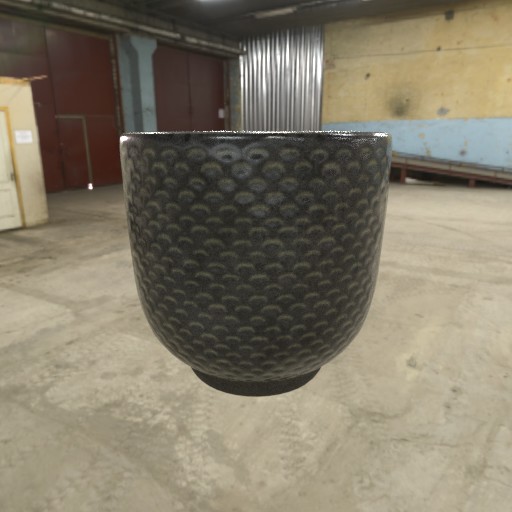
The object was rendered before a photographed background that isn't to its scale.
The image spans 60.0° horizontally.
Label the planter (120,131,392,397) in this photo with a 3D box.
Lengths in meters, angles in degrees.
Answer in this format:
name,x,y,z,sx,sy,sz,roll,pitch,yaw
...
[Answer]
name,x,y,z,sx,sy,sz,roll,pitch,yaw
planter,0.000,0.000,0.355,0.197,0.191,0.197,0,15,0
